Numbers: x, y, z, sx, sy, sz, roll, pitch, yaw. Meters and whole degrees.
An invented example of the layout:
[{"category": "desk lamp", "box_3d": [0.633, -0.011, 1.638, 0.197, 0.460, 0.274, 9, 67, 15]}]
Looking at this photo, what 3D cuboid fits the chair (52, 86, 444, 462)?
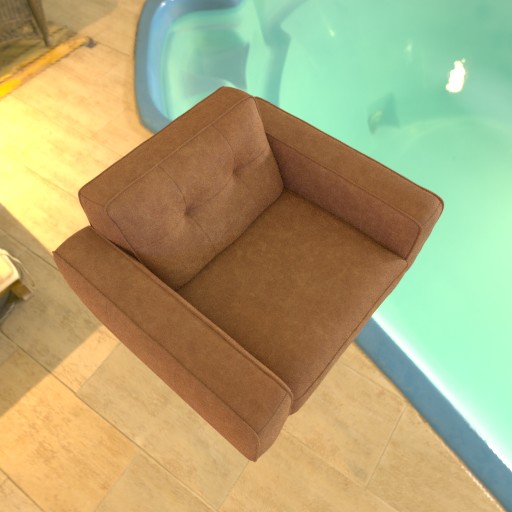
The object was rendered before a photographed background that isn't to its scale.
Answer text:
[{"category": "chair", "box_3d": [0.000, 0.000, 1.713, 0.952, 0.782, 1.118, 36, 64, 20]}]
